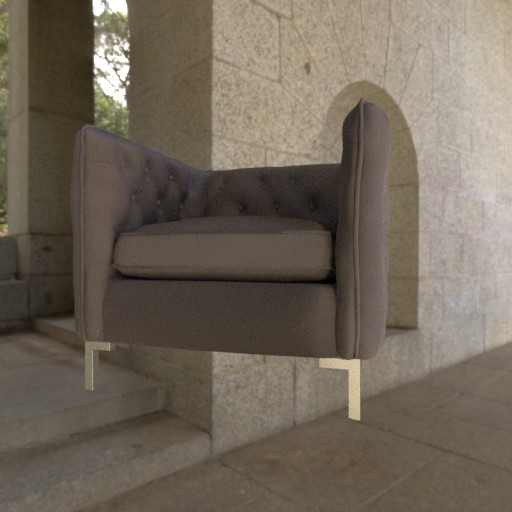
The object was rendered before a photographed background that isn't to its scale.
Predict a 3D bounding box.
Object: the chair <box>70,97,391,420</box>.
[{"bbox_3d":[0.000,0.000,1.612,0.946,0.807,0.913,0,0,18],"label":"chair"}]
